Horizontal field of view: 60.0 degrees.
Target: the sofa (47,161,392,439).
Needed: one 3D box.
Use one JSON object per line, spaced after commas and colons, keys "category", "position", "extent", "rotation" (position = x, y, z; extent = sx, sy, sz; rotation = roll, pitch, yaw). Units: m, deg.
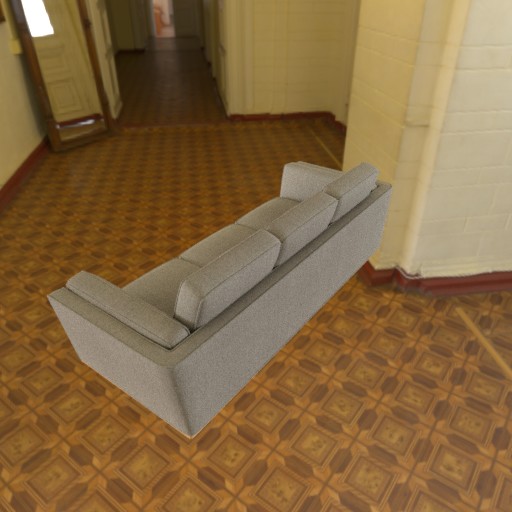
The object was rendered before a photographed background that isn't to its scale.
{"category": "sofa", "position": [0.000, 0.000, 2.900], "extent": [0.903, 0.899, 2.362], "rotation": [22, 38, 30]}
